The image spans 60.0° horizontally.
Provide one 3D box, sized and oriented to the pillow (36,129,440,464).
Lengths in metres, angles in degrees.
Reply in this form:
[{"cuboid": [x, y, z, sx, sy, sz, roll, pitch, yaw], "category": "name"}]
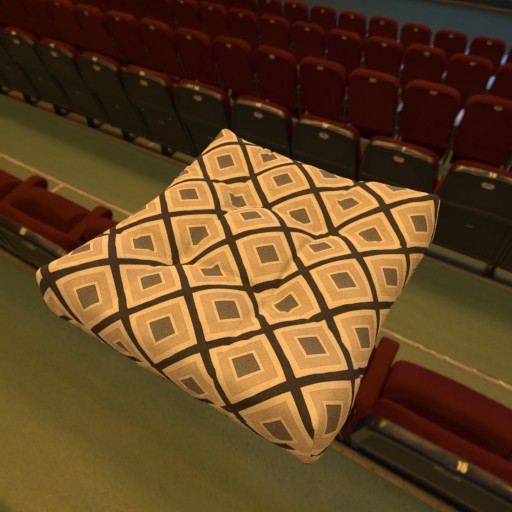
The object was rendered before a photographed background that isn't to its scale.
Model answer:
[{"cuboid": [0.000, 0.000, 0.719, 0.468, 0.128, 0.490, 23, 49, 22], "category": "pillow"}]
